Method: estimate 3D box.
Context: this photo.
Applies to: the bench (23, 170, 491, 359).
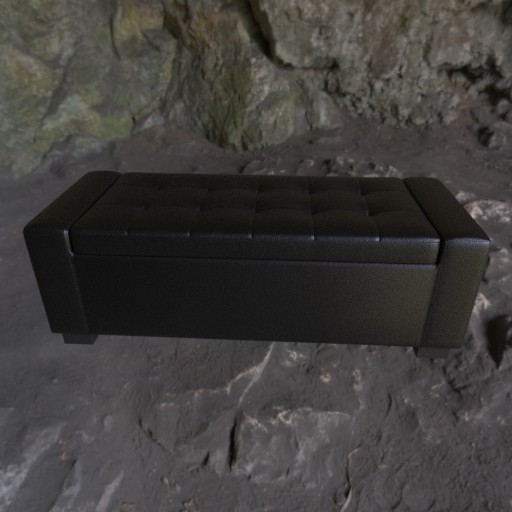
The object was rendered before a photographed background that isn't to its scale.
[{"bbox_3d":[0.000,0.000,1.522,1.296,0.445,0.508,2,30,3],"label":"bench"}]
